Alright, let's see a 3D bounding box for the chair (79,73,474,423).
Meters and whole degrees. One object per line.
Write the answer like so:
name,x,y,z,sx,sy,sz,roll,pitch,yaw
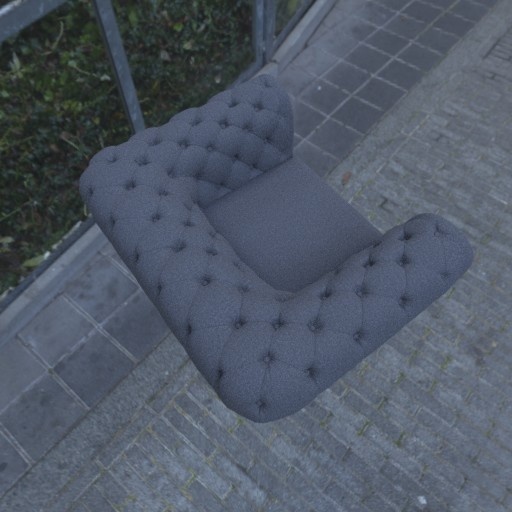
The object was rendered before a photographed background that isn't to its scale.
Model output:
chair,0.000,0.000,1.886,0.976,0.770,1.270,-32,63,-19
